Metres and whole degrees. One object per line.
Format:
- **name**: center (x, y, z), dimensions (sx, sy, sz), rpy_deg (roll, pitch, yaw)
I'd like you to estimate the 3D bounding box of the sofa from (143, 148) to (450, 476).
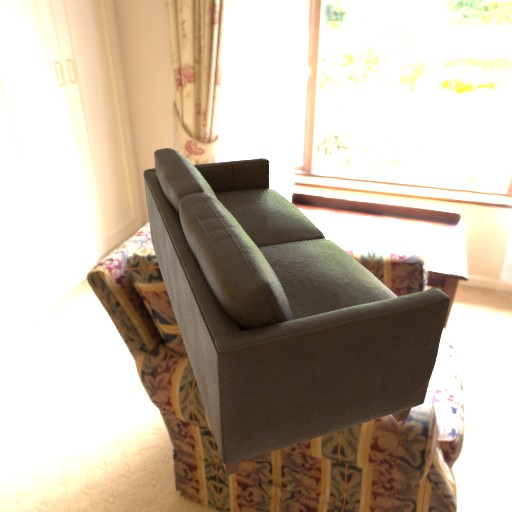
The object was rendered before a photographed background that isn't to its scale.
- **sofa**: center (0.000, 0.000, 2.422), dimensions (0.933, 0.863, 1.971), rpy_deg (-10, 30, -17)
